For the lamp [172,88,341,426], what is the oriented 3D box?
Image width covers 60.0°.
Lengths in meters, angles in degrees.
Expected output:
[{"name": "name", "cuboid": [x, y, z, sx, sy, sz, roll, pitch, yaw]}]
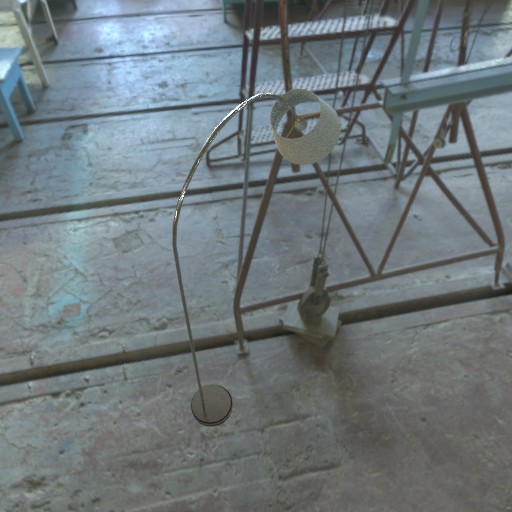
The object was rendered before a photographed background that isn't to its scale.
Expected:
[{"name": "lamp", "cuboid": [0.000, 0.000, 2.745, 0.406, 2.098, 1.445, 25, 51, 22]}]
